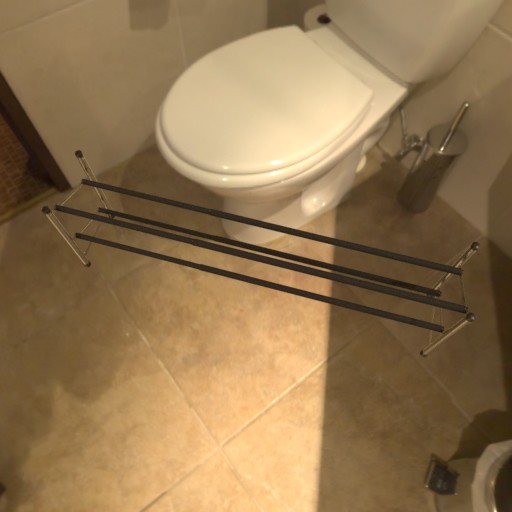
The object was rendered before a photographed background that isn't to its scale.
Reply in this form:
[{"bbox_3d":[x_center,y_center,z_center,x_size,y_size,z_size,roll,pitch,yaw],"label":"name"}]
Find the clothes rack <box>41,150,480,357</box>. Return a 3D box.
[{"bbox_3d":[0.000,0.000,1.344,1.168,0.349,0.229,14,64,7],"label":"clothes rack"}]
